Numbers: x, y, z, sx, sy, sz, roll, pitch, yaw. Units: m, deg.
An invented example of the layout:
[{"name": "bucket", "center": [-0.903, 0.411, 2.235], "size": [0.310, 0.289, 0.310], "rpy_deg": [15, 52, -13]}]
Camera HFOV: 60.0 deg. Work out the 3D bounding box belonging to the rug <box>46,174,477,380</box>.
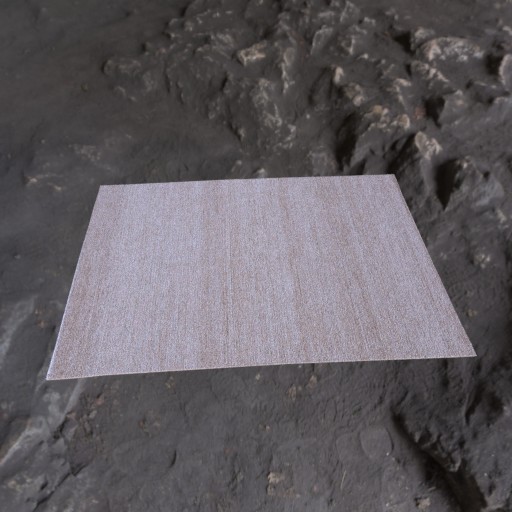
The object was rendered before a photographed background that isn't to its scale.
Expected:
[{"name": "rug", "center": [0.000, 0.000, 2.870], "size": [2.283, 0.030, 1.596], "rpy_deg": [-3, 48, -2]}]
